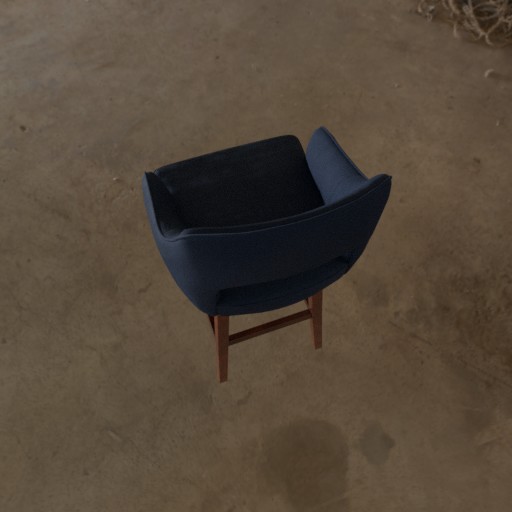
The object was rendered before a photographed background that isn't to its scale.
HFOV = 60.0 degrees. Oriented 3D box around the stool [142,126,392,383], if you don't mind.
[{"bbox_3d":[0.000,0.000,1.370,0.550,1.041,0.560,-17,60,-10],"label":"stool"}]
